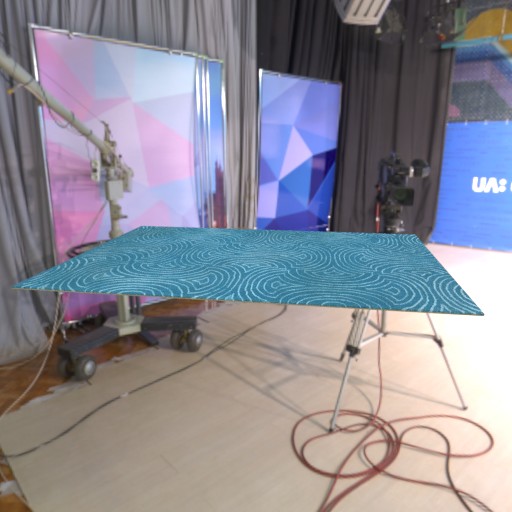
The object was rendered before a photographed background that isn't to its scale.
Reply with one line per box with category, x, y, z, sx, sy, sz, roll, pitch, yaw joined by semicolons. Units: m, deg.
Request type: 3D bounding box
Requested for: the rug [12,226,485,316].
rug;0.000;0.000;2.710;2.144;0.015;1.543;2;15;9
